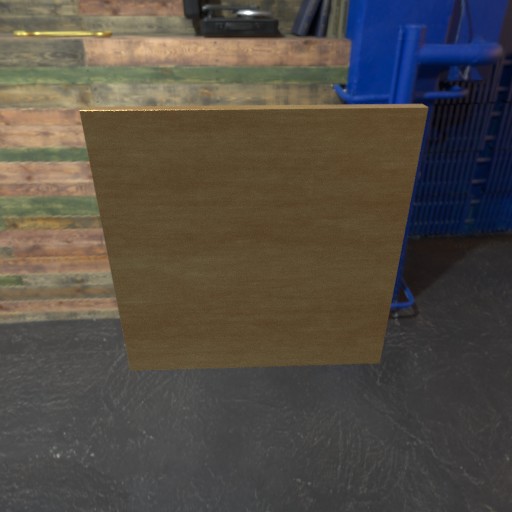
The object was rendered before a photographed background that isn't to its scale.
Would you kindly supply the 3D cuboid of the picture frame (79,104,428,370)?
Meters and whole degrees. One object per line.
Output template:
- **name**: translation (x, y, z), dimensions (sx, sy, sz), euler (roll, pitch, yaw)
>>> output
- **picture frame**: translation (0.000, 0.000, 1.169), dimensions (0.758, 0.761, 0.037), euler (-1, 30, -2)
